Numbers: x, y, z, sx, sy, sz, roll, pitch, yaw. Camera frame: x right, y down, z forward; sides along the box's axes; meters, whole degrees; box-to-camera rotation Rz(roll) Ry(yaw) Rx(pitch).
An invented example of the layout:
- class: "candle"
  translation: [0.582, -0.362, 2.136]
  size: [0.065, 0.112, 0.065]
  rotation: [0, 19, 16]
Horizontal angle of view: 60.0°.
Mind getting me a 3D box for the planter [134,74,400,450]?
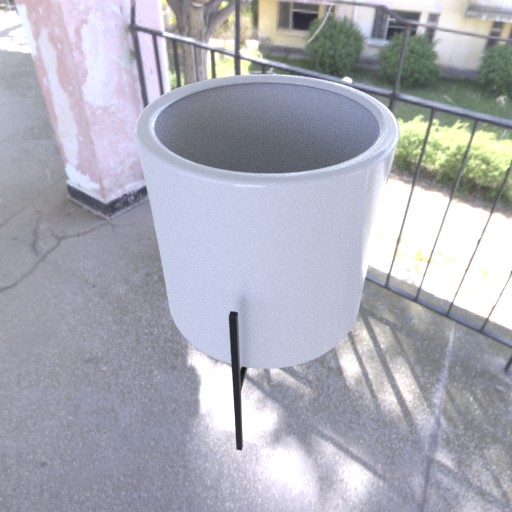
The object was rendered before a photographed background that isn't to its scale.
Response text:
- class: "planter"
  translation: [0.000, 0.000, 0.720]
  size: [0.361, 0.480, 0.360]
  rotation: [26, 47, 28]
